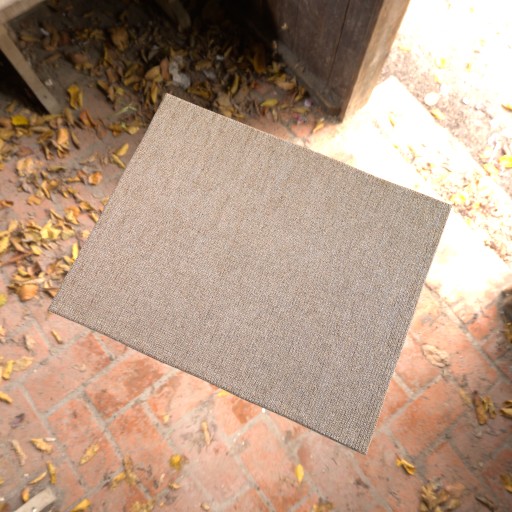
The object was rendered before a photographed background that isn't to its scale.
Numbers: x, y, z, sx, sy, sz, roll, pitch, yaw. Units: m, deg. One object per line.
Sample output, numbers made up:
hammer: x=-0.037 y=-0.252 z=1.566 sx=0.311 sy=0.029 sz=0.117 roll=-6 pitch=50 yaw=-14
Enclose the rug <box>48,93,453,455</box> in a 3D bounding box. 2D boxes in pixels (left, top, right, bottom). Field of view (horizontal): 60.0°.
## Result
rug: x=0.000 y=0.000 z=4.091 sx=3.034 sy=0.012 sz=2.406 roll=23 pitch=77 yaw=6
